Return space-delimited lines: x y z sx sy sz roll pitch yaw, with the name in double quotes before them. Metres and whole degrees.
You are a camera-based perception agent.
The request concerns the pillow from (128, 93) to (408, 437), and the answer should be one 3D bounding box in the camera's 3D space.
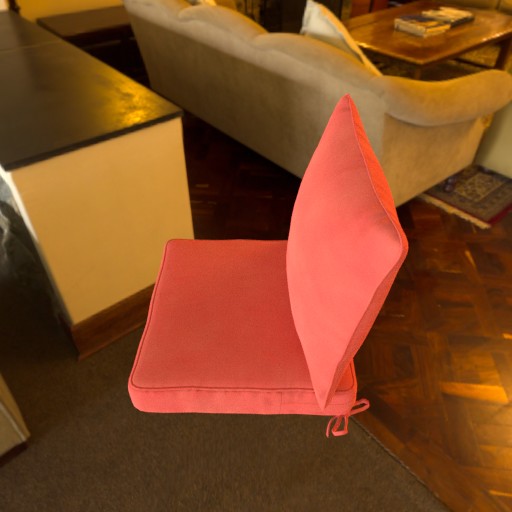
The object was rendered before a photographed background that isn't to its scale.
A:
"pillow" 0.000 0.000 1.350 0.733 0.725 0.798 1 41 1
